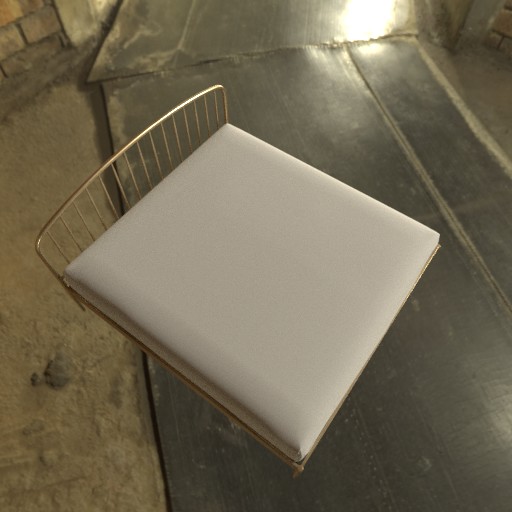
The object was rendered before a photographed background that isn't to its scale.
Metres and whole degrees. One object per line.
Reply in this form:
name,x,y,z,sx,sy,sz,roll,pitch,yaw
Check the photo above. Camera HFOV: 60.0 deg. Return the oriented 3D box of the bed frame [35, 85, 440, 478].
bed frame,0.000,0.000,3.306,2.152,1.174,2.016,32,64,18
